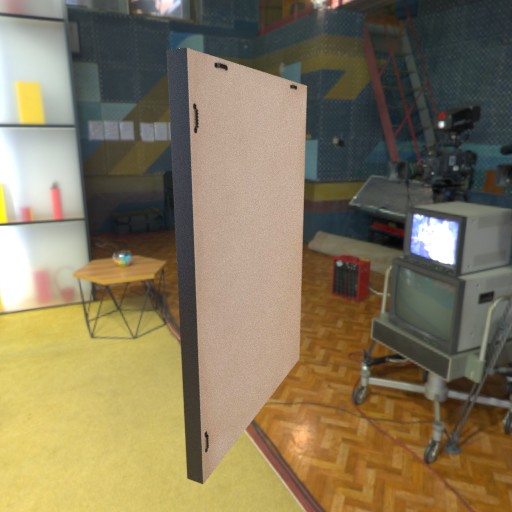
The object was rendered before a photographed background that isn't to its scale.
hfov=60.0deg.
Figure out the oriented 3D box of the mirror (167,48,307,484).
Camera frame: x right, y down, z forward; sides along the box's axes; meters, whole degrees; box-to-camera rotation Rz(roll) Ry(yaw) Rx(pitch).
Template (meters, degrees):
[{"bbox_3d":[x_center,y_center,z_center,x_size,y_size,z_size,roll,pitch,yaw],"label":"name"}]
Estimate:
[{"bbox_3d":[0.000,0.000,0.920,0.039,0.710,0.507,7,16,24],"label":"mirror"}]
